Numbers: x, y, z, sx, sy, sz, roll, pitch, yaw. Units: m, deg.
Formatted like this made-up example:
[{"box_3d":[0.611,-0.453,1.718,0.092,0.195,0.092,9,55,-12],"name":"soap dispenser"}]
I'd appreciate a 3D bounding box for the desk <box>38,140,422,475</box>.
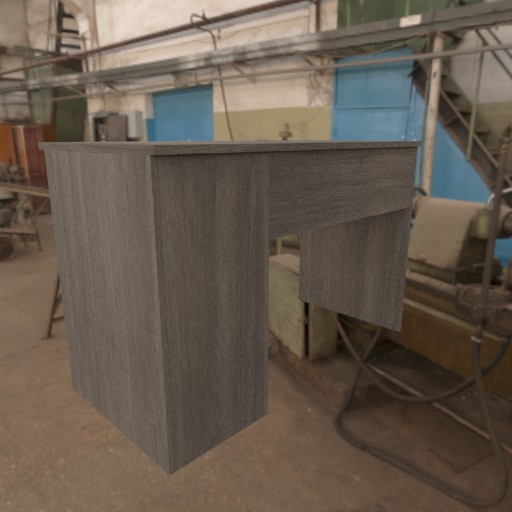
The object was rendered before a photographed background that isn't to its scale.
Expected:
[{"box_3d":[0.000,0.000,1.470,0.560,0.735,1.097,14,21,43],"name":"desk"}]
